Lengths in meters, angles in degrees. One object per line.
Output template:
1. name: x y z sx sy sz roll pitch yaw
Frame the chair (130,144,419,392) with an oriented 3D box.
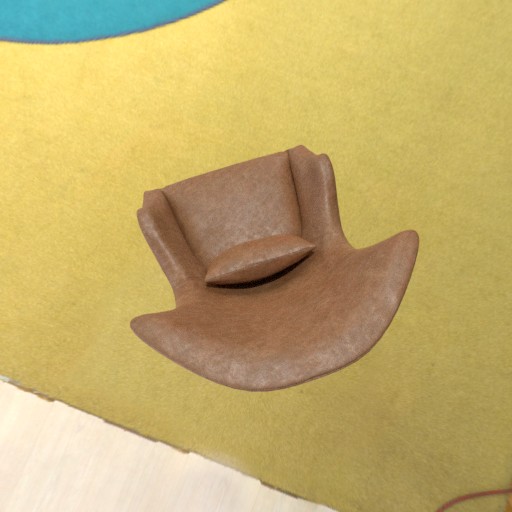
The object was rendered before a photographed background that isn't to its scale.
1. chair: 0.000 0.000 1.740 0.846 1.067 0.955 -18 77 -4
